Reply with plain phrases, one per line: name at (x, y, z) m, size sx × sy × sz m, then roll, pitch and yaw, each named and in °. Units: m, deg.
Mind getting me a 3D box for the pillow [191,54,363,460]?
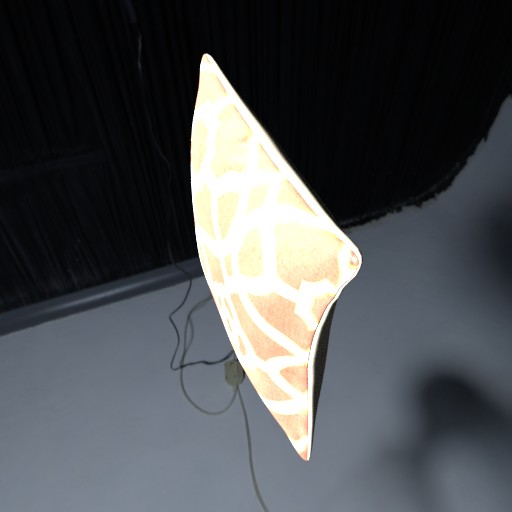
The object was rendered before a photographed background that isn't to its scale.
pillow at (0.000, 0.000, 0.787) m, size 0.166 × 0.508 × 0.552 m, roll -15°, pitch 47°, yaw -14°
